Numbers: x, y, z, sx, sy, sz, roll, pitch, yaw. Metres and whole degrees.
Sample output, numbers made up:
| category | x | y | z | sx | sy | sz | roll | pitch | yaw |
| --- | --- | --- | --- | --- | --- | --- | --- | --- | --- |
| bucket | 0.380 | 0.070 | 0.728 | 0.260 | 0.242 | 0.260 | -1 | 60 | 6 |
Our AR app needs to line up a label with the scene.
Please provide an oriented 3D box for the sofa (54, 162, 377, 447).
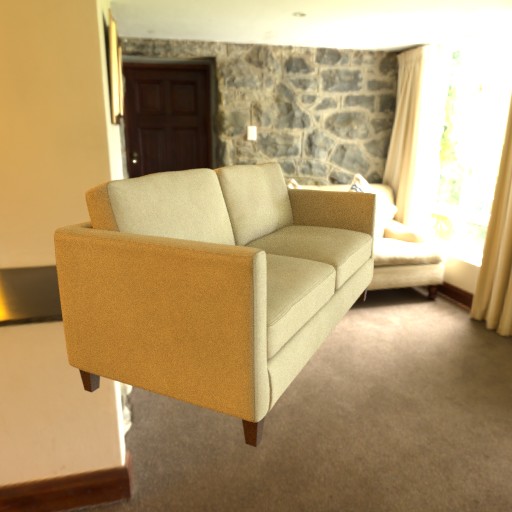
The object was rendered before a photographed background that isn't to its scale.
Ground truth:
| category | x | y | z | sx | sy | sz | roll | pitch | yaw |
| --- | --- | --- | --- | --- | --- | --- | --- | --- | --- |
| sofa | 0.000 | 0.000 | 2.418 | 0.950 | 0.940 | 1.846 | 7 | 16 | 25 |
